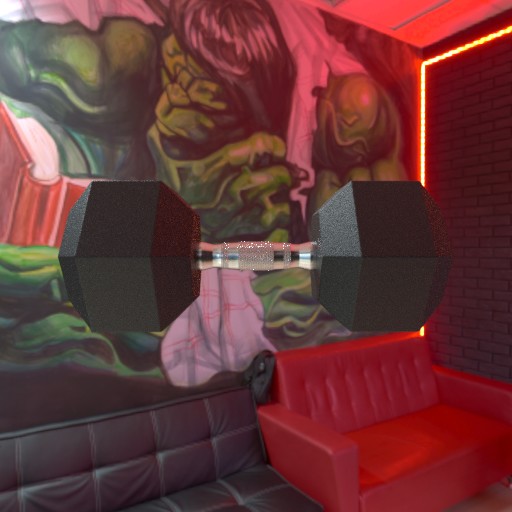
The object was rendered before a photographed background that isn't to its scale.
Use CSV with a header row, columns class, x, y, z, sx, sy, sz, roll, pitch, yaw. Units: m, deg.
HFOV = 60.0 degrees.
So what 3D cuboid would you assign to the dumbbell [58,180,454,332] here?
class,x,y,z,sx,sy,sz,roll,pitch,yaw
dumbbell,0.000,0.000,0.340,0.271,0.106,0.122,0,1,0
